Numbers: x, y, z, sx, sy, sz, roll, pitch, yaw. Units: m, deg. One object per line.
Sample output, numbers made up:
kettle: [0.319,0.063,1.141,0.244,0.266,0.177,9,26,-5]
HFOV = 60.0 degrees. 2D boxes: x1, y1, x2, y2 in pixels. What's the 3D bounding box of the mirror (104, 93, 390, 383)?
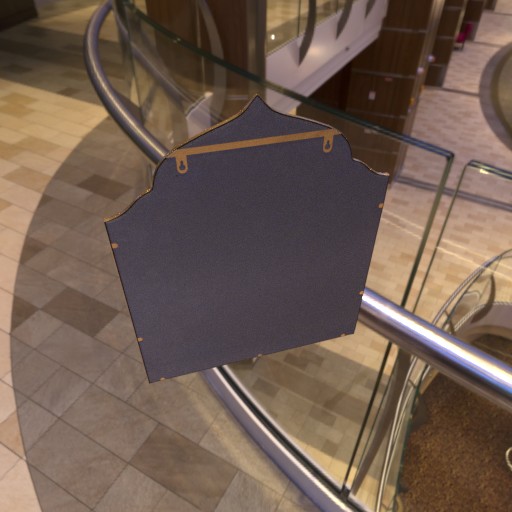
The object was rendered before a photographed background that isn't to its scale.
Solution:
mirror: [0.000,0.000,0.859,0.513,0.635,0.018,-11,42,-12]
